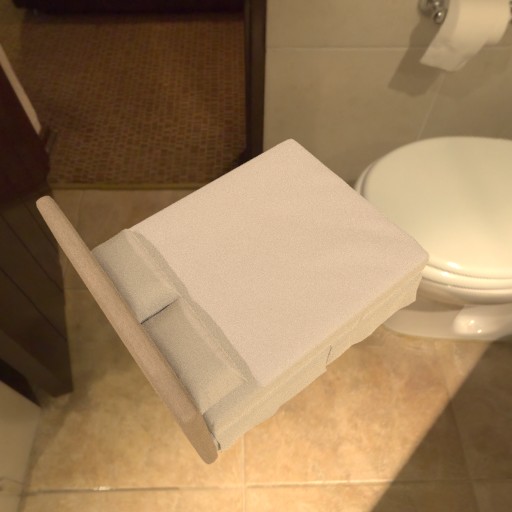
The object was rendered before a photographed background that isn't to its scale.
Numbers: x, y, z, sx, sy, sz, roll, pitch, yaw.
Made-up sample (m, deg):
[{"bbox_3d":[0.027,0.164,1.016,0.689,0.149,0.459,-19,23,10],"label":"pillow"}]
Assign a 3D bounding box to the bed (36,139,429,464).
[{"bbox_3d":[0.000,0.000,3.213,2.162,1.330,1.713,-33,63,-20],"label":"bed"}]
